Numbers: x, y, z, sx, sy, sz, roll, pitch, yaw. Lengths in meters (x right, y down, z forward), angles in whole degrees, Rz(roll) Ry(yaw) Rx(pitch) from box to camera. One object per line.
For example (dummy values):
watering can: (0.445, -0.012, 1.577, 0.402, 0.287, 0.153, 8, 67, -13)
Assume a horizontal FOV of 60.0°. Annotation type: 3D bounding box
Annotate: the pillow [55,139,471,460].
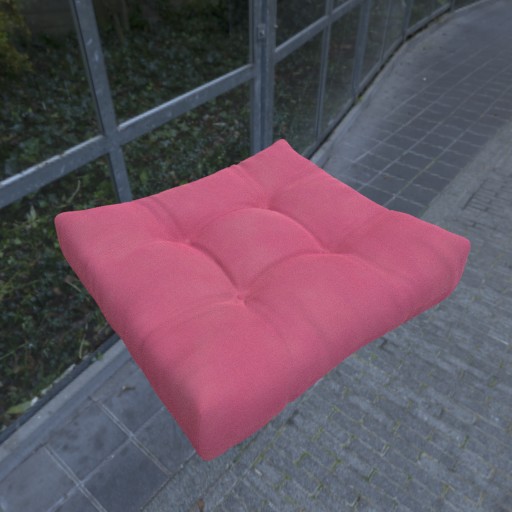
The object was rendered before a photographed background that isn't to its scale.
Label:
pillow: (0.000, 0.000, 0.713, 0.490, 0.128, 0.468, -26, 46, -28)
